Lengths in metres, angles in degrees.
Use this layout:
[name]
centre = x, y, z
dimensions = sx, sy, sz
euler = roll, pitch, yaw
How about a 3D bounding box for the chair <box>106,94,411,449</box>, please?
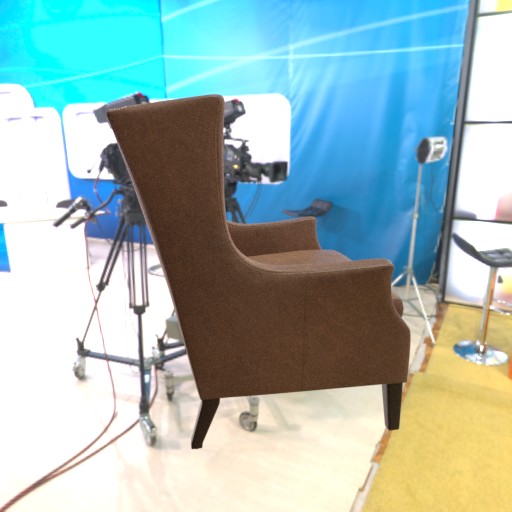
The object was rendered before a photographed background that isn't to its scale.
[chair]
centre = 0.000, 0.000, 1.667
dimensions = 0.913, 1.088, 0.815
euler = -3, 16, -10
